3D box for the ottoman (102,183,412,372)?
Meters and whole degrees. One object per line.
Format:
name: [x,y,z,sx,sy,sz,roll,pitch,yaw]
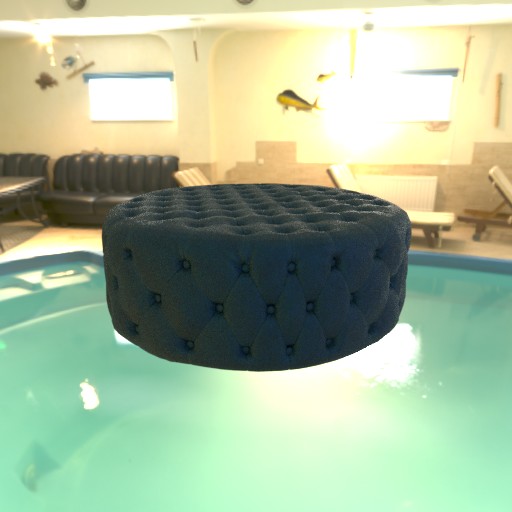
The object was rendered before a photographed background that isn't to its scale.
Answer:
ottoman: [0.000,0.000,1.528,0.998,0.398,0.998,0,17,0]
